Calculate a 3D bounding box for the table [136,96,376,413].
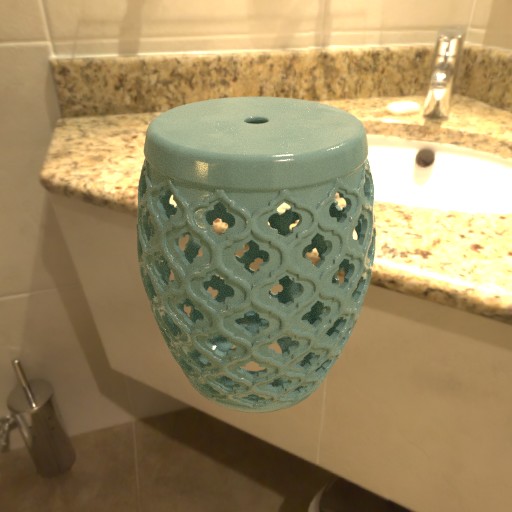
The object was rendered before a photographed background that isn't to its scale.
[{"bbox_3d":[0.000,0.000,0.638,0.325,0.388,0.325,0,33,0],"label":"table"}]
